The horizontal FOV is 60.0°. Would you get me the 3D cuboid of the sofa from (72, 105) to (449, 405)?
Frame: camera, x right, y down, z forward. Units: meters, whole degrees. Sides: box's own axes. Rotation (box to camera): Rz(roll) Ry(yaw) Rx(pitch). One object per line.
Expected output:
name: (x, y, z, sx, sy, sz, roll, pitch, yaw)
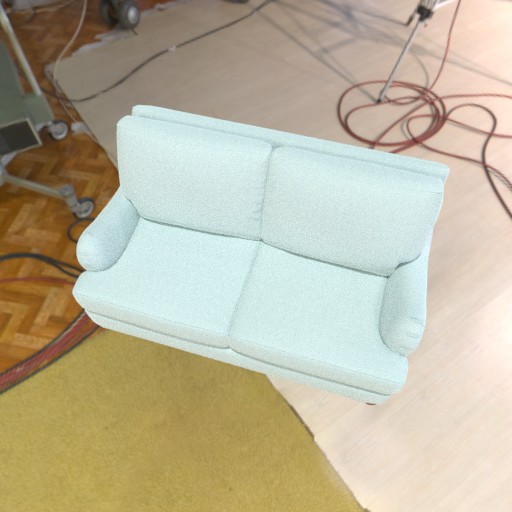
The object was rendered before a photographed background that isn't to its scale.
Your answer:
sofa: (0.000, 0.000, 2.531, 1.853, 1.101, 1.084, 14, 58, 9)
